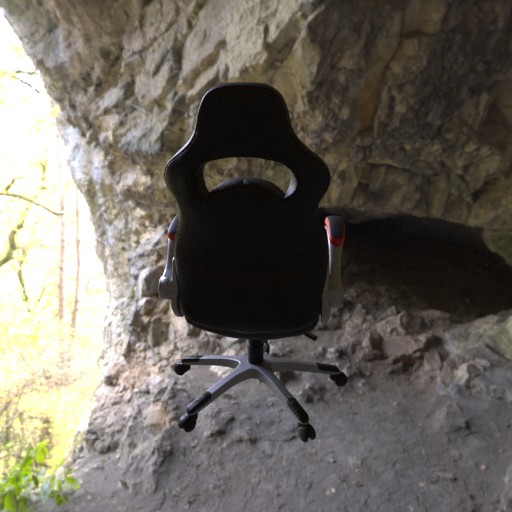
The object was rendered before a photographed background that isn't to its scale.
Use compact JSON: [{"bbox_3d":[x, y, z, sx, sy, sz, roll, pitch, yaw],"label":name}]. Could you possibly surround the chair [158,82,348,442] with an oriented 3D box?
[{"bbox_3d":[0.000,0.000,1.675,0.758,1.165,0.712,2,16,7],"label":"chair"}]
